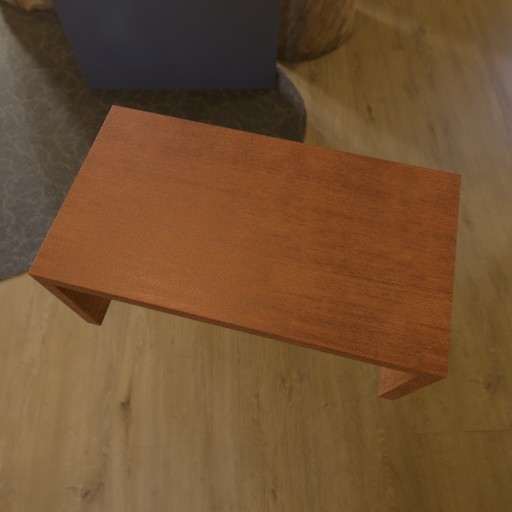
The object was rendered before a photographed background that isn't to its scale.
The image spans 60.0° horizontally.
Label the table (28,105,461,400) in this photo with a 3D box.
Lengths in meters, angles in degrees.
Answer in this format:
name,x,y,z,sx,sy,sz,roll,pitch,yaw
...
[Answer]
name,x,y,z,sx,sy,sz,roll,pitch,yaw
table,0.000,0.000,1.319,1.000,0.419,0.549,13,66,6
